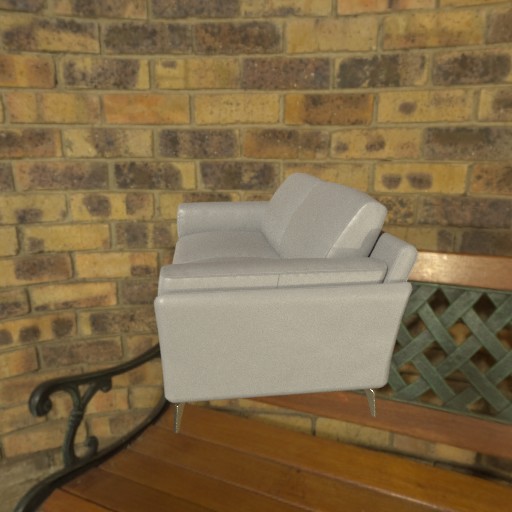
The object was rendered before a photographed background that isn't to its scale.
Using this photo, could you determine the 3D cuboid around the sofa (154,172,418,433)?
[{"bbox_3d":[0.000,0.000,2.716,1.049,0.930,2.101,-2,15,-7],"label":"sofa"}]
